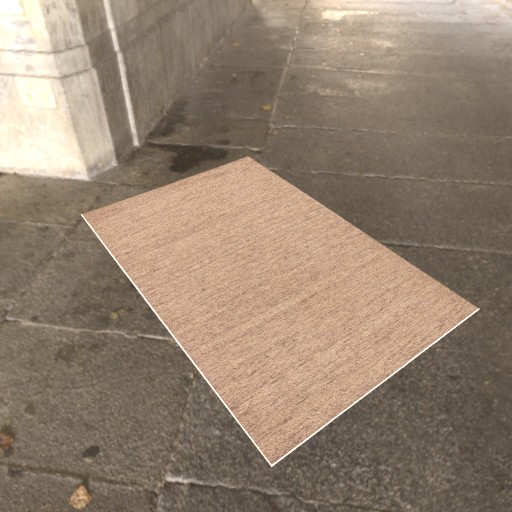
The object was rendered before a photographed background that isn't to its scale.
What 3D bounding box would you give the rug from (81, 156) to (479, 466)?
[{"bbox_3d":[0.000,0.000,2.348,1.225,0.013,1.840,-26,47,-27],"label":"rug"}]
